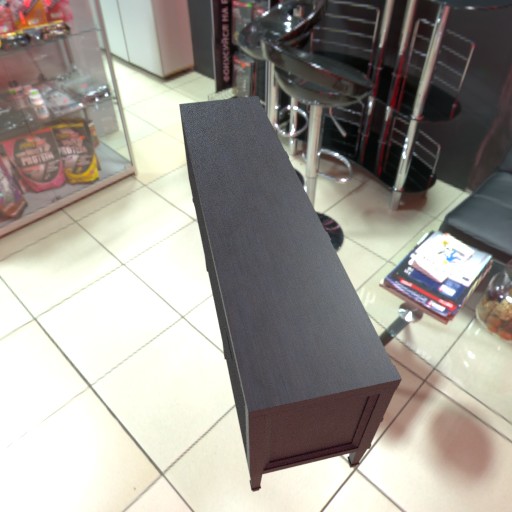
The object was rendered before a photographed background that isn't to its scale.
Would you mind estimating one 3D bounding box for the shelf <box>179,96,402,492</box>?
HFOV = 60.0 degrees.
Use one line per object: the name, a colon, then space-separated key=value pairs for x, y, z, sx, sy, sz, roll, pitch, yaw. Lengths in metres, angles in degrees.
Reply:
shelf: x=0.000 y=0.000 z=2.167 sx=0.471 sy=0.715 sz=1.878 roll=-9 pitch=46 yaw=-9
